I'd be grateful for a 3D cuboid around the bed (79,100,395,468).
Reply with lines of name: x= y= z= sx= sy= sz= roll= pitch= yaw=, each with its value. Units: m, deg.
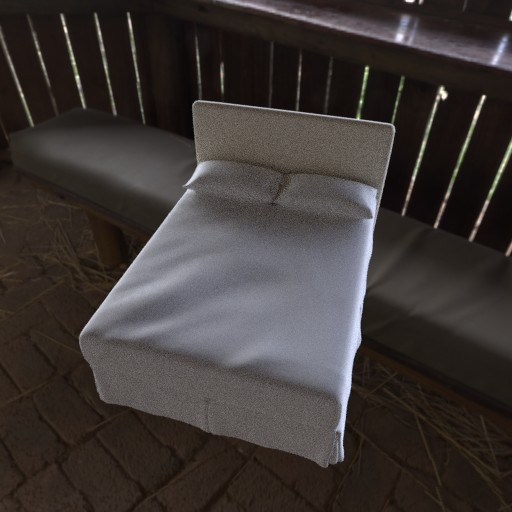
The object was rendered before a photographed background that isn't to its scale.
bed: x=0.000 y=0.000 z=3.222 sx=1.714 sy=1.330 sz=2.147 roll=11 pitch=43 yaw=12
